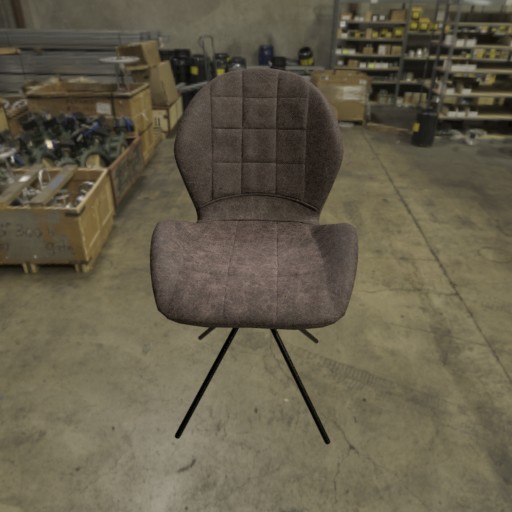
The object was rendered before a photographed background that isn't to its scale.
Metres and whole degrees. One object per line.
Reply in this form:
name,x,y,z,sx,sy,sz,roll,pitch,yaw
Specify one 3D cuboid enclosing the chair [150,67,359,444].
chair,0.000,0.000,1.275,0.527,0.934,0.640,1,30,2
